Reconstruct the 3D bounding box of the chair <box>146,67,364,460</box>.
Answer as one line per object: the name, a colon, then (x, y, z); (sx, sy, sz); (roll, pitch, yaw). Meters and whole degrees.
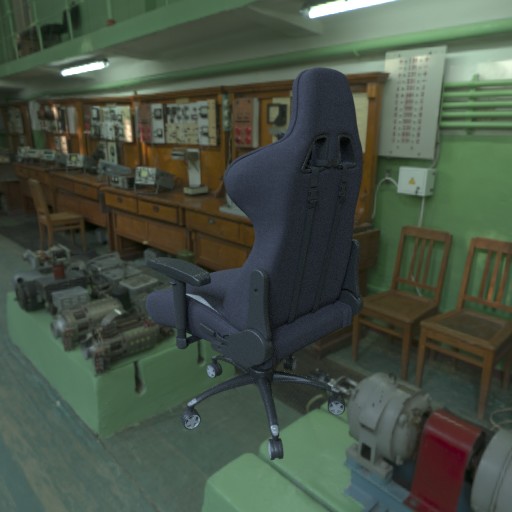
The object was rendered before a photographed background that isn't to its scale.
chair: (0.000, 0.000, 1.714); (0.730, 1.300, 0.695); (-16, 23, -42)
